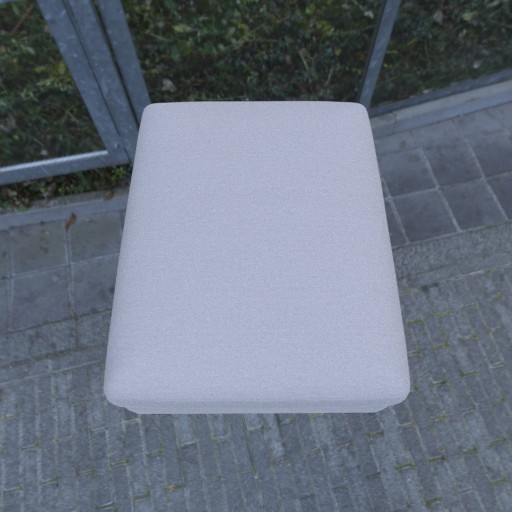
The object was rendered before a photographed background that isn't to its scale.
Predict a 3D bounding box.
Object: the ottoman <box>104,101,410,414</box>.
[{"bbox_3d":[0.000,0.000,1.129,0.606,0.420,0.771,0,63,0],"label":"ottoman"}]
